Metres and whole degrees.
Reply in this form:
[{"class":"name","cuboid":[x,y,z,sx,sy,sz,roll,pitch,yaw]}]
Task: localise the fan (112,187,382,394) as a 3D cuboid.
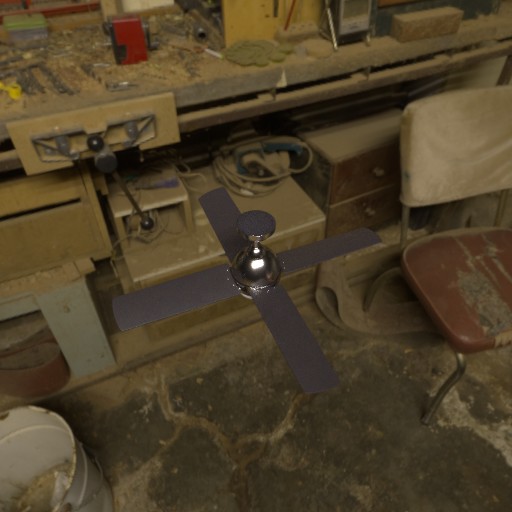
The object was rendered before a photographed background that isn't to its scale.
[{"class":"fan","cuboid":[0.000,0.000,2.027,1.332,0.403,1.332,-17,48,-16]}]
